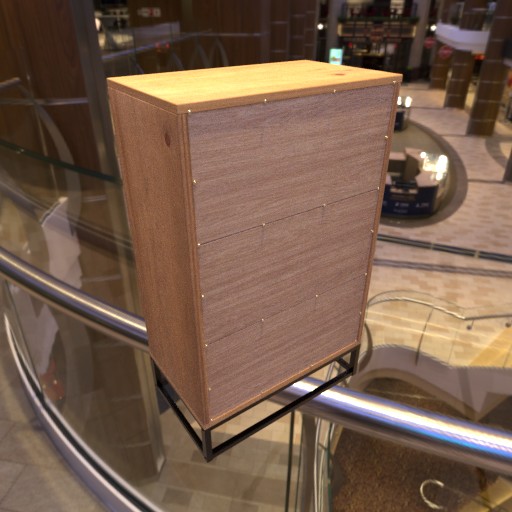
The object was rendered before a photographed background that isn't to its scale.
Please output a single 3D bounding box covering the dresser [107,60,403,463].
[{"bbox_3d":[0.000,0.000,1.630,0.761,1.240,0.479,-20,35,-30],"label":"dresser"}]
